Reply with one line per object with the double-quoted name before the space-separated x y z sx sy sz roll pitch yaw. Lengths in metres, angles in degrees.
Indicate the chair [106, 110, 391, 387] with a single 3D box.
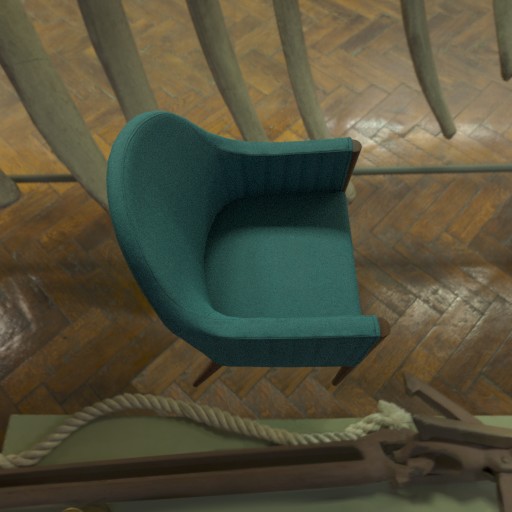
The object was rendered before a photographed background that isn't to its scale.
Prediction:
"chair" 0.000 0.000 1.362 0.652 0.907 0.656 0 62 0
